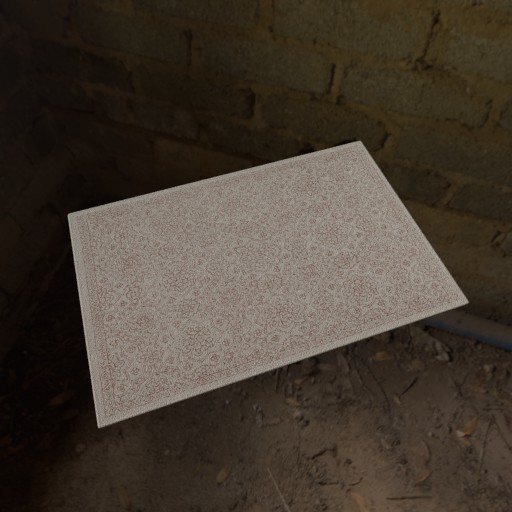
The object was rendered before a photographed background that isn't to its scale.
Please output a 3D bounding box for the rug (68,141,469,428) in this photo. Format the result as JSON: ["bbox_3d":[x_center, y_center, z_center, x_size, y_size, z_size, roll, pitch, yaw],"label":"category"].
[{"bbox_3d":[0.000,0.000,2.350,1.829,0.010,1.219,-16,59,-10],"label":"rug"}]
